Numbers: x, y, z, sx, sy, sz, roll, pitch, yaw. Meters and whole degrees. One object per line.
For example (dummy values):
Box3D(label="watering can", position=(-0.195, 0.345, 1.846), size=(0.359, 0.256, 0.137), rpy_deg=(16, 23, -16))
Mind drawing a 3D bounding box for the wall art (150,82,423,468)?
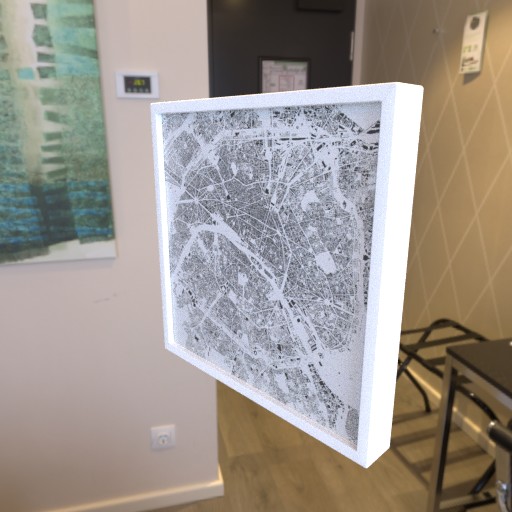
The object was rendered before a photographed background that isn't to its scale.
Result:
Box3D(label="wall art", position=(0.000, 0.000, 0.449), size=(0.038, 0.305, 0.305), rpy_deg=(-15, 21, -42))
